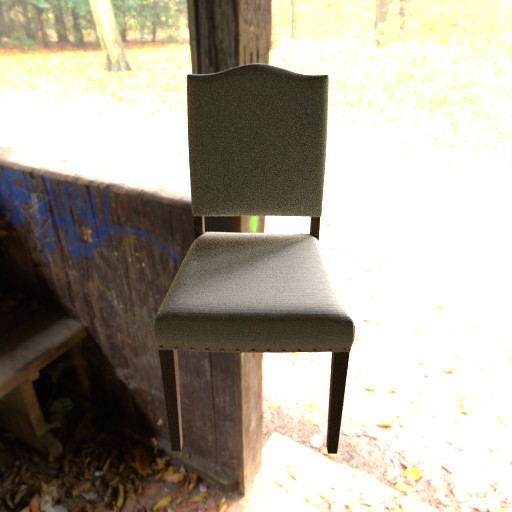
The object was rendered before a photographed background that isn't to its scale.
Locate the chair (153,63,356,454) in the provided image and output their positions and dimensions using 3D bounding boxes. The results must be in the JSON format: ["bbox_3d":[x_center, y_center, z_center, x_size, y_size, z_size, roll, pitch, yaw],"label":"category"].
[{"bbox_3d":[0.000,0.000,1.337,0.508,1.015,0.619,1,29,1],"label":"chair"}]
